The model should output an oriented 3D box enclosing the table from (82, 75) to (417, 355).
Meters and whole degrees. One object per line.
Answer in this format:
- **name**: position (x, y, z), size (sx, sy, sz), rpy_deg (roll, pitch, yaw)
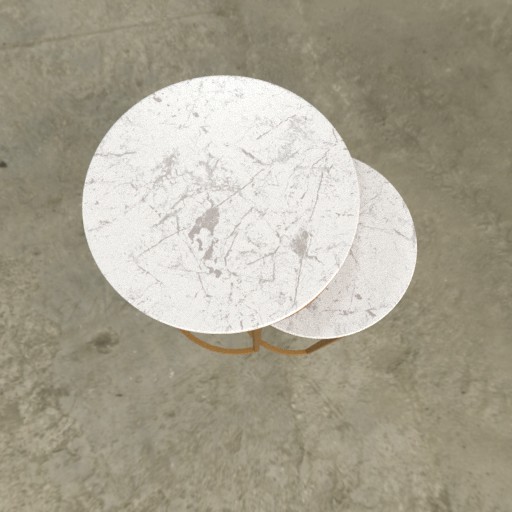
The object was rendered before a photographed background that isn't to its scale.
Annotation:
- **table**: position (0.000, 0.000, 0.901), size (0.507, 0.550, 0.400), rpy_deg (18, 75, 5)
